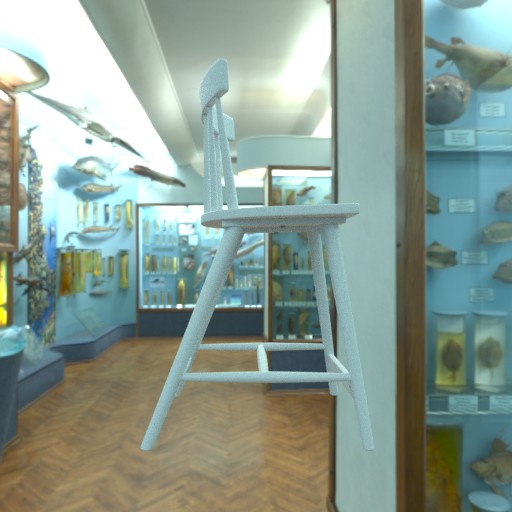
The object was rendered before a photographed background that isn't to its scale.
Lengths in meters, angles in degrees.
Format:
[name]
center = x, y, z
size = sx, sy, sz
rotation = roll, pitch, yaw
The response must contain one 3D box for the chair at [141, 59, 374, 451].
[chair]
center = 0.000, 0.000, 1.301
size = 0.572, 0.952, 0.483
rotation = 0, 0, -1
